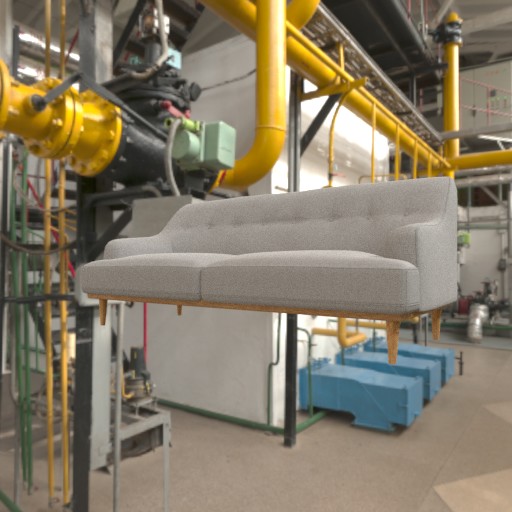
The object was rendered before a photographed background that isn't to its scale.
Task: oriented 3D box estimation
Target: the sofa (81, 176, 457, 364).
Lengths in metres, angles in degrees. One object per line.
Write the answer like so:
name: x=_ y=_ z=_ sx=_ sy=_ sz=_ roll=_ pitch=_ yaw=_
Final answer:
sofa: x=0.000 y=0.000 z=2.585 sx=2.057 sy=0.871 sz=0.978 roll=-1 pitch=-1 yaw=36
